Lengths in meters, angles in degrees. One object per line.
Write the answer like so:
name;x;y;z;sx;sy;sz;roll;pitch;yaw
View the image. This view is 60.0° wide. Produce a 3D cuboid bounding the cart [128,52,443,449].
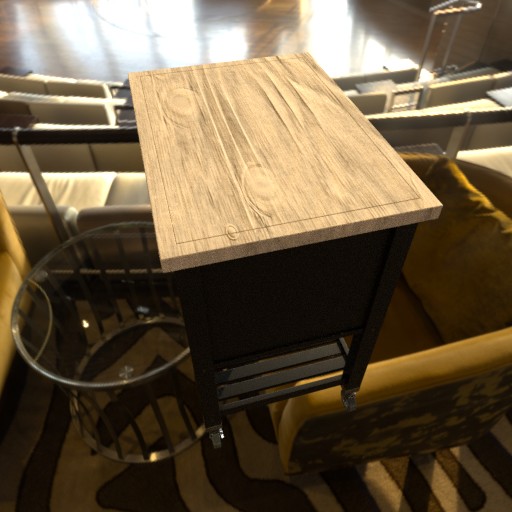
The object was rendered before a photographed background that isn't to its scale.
cart;0.000;0.000;1.430;0.567;0.920;0.797;-11;47;-11
